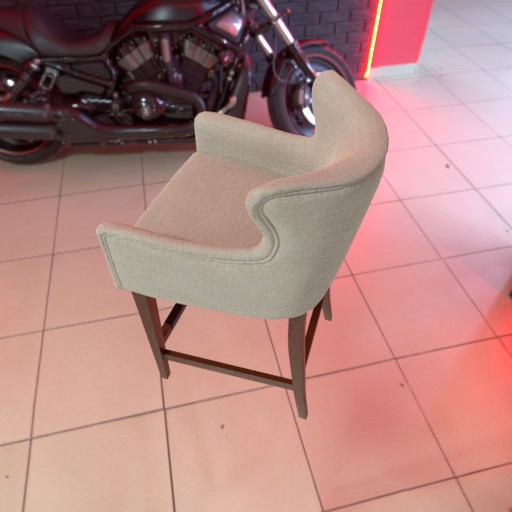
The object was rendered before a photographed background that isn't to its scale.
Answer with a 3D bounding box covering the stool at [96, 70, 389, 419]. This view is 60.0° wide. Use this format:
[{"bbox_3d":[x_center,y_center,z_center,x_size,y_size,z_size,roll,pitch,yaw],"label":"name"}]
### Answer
[{"bbox_3d":[0.000,0.000,1.403,0.637,0.987,0.615,14,48,13],"label":"stool"}]
